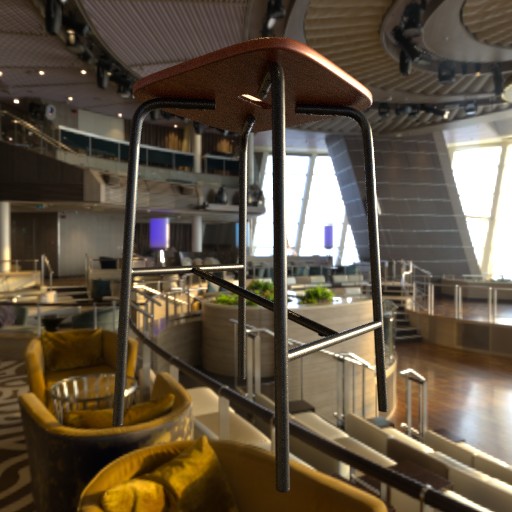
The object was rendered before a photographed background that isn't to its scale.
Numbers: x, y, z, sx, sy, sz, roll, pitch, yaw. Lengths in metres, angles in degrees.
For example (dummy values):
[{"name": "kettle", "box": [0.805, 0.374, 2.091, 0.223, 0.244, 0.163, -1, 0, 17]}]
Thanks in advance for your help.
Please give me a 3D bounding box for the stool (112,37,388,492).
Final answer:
[{"name": "stool", "box": [0.000, 0.000, 0.833, 0.376, 0.610, 0.376, 1, 1, 37]}]
